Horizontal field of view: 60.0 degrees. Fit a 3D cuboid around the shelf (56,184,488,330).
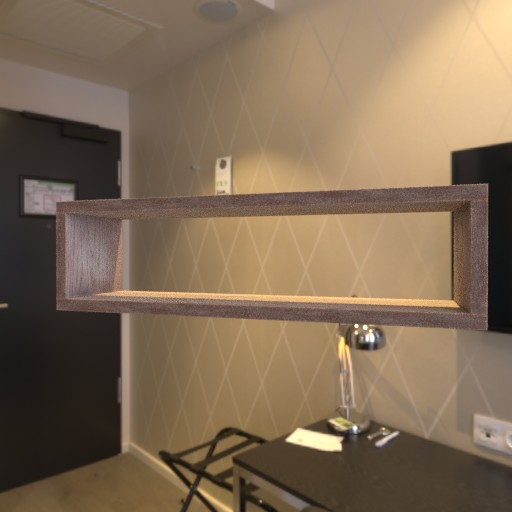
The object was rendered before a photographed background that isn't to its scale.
[{"bbox_3d":[0.000,0.000,0.676,0.610,0.170,0.150,0,1,17],"label":"shelf"}]
